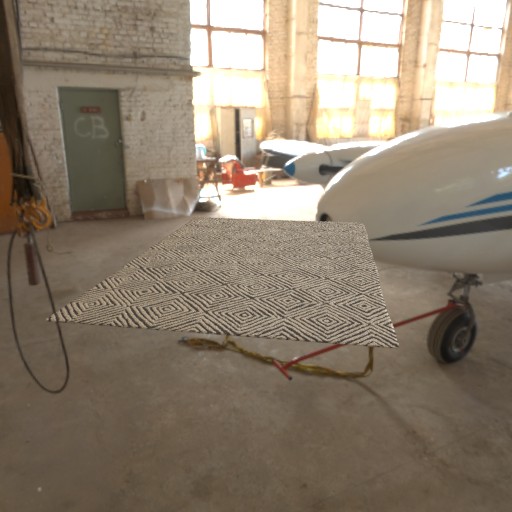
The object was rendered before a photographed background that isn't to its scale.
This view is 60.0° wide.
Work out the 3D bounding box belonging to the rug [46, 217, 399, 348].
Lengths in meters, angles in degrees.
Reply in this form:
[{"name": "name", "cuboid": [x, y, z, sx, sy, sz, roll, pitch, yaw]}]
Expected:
[{"name": "rug", "cuboid": [0.000, 0.000, 2.248, 1.177, 0.004, 1.750, 3, 17, 9]}]
